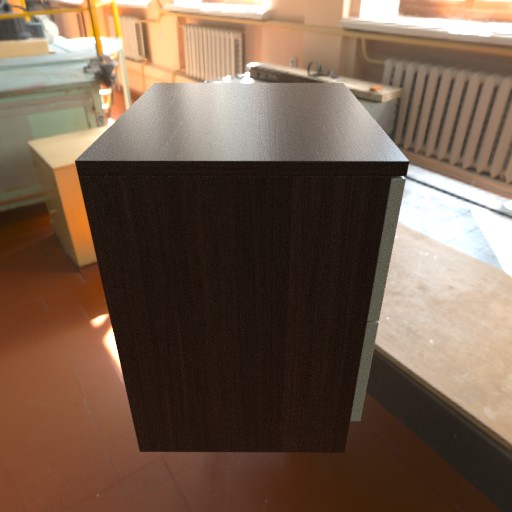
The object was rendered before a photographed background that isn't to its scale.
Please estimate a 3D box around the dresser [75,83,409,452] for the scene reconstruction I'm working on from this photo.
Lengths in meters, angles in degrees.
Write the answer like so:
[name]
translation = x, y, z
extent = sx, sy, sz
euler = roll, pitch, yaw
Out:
[dresser]
translation = 0.000, 0.000, 0.735
extent = 0.360, 0.470, 0.400
euler = 0, 32, 0
